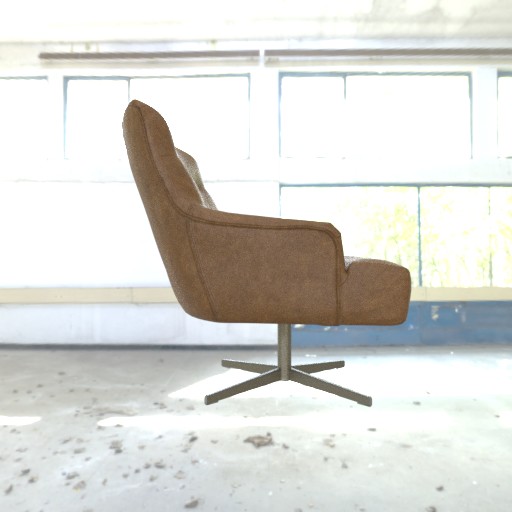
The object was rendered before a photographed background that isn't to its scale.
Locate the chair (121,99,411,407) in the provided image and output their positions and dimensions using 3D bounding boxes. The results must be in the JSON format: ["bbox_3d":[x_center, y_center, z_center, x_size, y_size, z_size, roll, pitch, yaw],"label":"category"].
[{"bbox_3d":[0.000,0.000,1.519,0.874,0.869,0.729,0,-1,2],"label":"chair"}]
